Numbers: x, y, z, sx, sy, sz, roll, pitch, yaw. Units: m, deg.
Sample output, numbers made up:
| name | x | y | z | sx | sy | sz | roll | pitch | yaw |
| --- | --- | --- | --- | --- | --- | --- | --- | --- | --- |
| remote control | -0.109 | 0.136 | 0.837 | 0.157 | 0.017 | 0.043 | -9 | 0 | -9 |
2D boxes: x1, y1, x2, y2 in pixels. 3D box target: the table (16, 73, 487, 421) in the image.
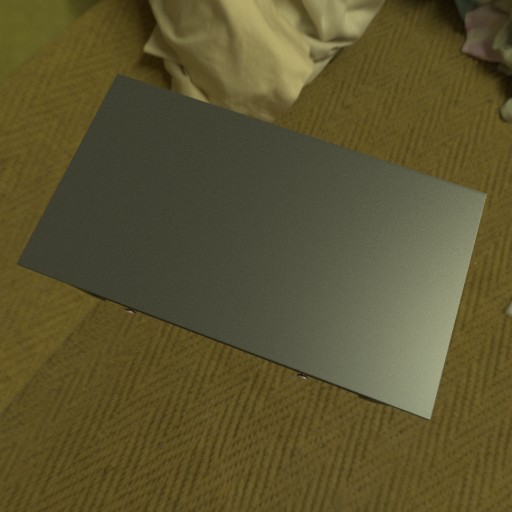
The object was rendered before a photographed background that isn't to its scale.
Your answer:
| name | x | y | z | sx | sy | sz | roll | pitch | yaw |
| --- | --- | --- | --- | --- | --- | --- | --- | --- | --- |
| table | 0.000 | 0.000 | 1.374 | 1.068 | 0.493 | 0.612 | 20 | 75 | 5 |
